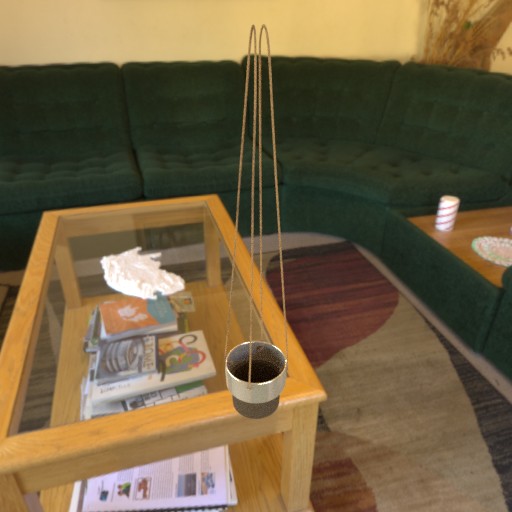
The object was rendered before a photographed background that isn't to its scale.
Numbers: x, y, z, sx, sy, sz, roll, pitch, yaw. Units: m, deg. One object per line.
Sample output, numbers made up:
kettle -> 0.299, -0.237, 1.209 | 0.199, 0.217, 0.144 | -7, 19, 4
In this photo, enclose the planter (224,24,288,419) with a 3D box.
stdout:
planter -> 0.000, 0.000, 1.158 | 0.187, 1.073, 0.187 | -18, 35, -28
